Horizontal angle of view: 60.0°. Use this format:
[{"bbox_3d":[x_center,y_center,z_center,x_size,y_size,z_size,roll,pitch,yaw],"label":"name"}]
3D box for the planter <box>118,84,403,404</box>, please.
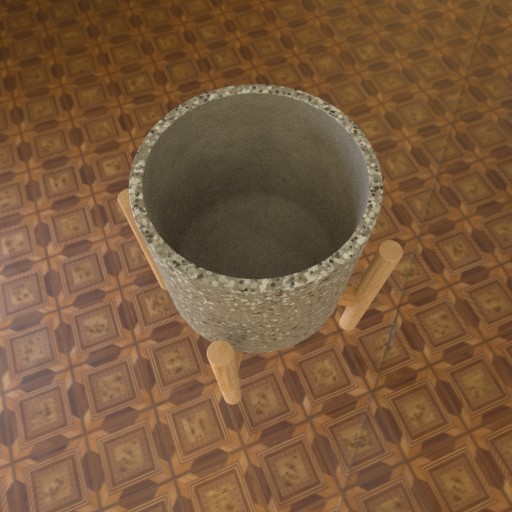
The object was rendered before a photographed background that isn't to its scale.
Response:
[{"bbox_3d":[0.000,0.000,0.534,0.284,0.320,0.284,33,68,15],"label":"planter"}]
